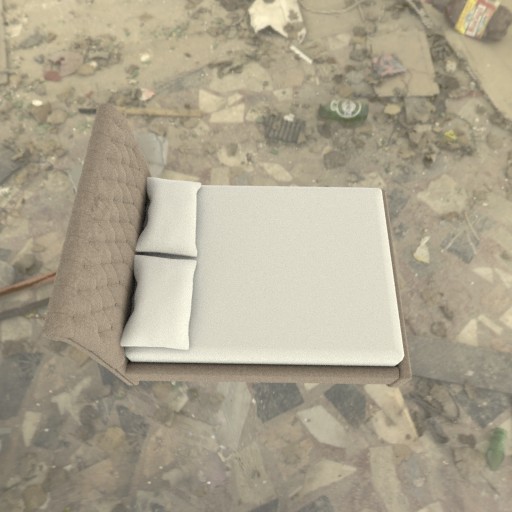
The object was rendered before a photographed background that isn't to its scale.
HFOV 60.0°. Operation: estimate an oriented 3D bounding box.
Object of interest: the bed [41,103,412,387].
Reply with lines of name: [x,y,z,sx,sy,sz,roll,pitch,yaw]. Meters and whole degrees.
bed: [0.000,0.000,3.275,2.252,1.371,1.645,1,63,0]
